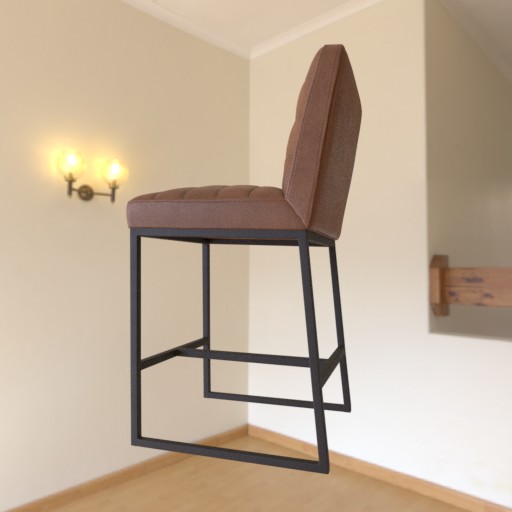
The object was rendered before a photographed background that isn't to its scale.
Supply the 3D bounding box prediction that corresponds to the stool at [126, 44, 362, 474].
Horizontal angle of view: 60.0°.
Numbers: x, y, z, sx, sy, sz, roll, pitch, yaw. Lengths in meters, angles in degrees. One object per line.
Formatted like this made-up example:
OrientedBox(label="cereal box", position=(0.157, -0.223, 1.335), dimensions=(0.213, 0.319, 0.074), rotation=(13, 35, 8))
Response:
OrientedBox(label="stool", position=(0.000, 0.000, 1.231), dimensions=(0.556, 0.940, 0.458), rotation=(0, -1, 18))
